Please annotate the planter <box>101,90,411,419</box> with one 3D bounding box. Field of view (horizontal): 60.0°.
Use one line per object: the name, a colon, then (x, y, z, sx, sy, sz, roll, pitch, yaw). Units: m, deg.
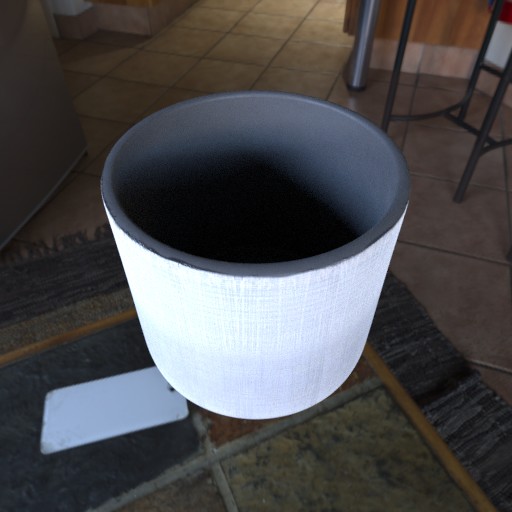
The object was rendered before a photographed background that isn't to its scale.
planter: (0.000, 0.000, 0.389, 0.221, 0.201, 0.221, 0, 47, 0)
